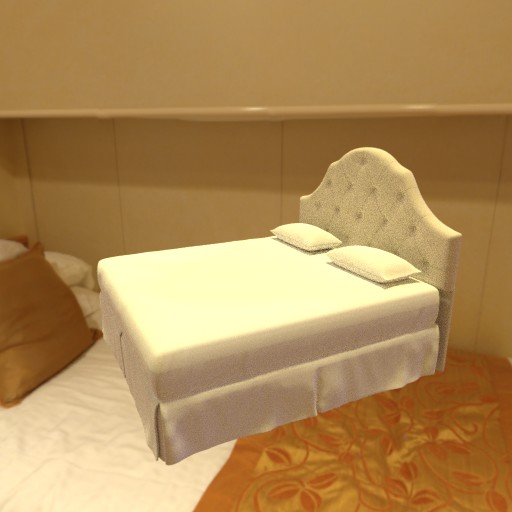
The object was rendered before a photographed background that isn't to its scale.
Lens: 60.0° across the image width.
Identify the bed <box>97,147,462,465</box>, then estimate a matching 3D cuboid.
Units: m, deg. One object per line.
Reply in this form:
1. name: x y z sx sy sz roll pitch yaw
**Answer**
1. bed: 0.000 0.000 3.488 2.214 1.615 2.008 -8 18 -26
